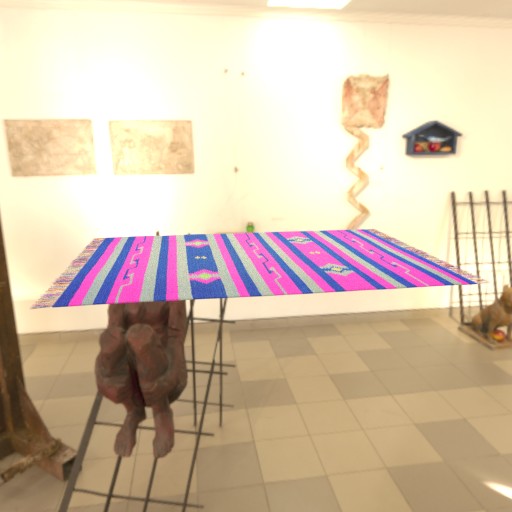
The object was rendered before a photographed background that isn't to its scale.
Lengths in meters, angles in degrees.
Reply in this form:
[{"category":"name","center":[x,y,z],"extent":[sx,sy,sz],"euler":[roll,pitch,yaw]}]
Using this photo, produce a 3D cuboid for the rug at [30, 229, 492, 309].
[{"category":"rug","center":[0.000,0.000,2.920],"extent":[2.350,0.013,1.539],"euler":[-2,15,-9]}]
